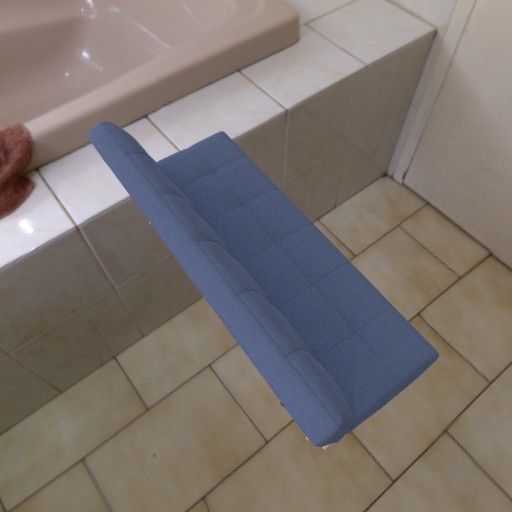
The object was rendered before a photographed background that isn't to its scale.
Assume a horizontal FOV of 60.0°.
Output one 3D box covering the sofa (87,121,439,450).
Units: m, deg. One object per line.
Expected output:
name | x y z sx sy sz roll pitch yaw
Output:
sofa | 0.000 0.000 2.220 0.796 0.800 1.800 -31 63 -18
